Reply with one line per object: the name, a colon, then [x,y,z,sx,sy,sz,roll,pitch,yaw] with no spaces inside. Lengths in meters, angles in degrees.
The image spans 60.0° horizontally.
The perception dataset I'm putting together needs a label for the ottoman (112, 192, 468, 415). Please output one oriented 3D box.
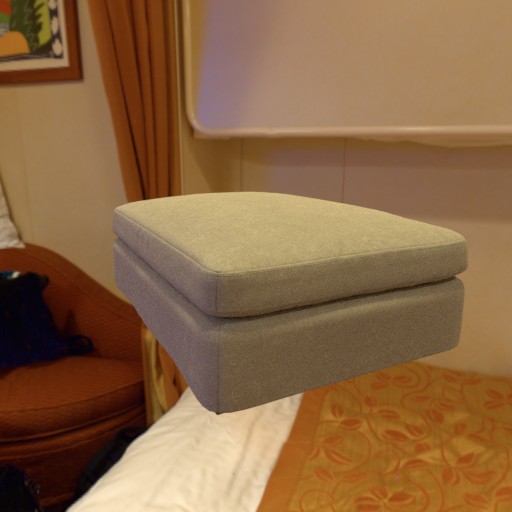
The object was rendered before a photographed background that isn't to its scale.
ottoman: [0.000,0.000,1.626,0.840,0.429,1.199,-7,15,-27]
